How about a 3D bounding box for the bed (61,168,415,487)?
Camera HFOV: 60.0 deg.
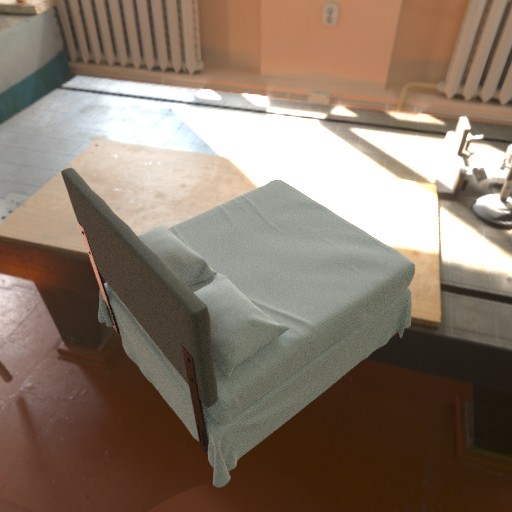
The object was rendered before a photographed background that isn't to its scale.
[{"bbox_3d":[0.000,0.000,3.479,2.222,1.577,1.936,-29,49,-28],"label":"bed"}]
